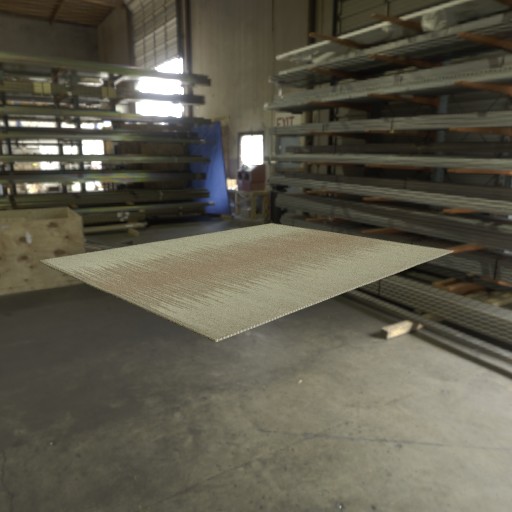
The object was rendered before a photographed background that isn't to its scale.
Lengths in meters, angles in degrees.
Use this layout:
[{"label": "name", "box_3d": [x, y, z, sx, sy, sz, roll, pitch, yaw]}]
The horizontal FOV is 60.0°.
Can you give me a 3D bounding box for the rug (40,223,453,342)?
[{"label": "rug", "box_3d": [0.000, 0.000, 4.141, 3.048, 0.013, 2.438, -13, 18, -43]}]
